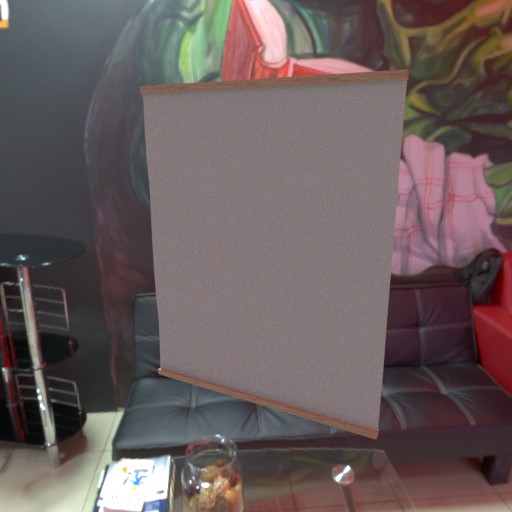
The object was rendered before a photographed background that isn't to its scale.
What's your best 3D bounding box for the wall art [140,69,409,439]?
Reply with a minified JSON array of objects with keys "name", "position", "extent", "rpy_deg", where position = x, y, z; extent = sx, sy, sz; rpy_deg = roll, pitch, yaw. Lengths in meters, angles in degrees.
[{"name":"wall art","position":[0.000,0.000,0.682],"extent":[0.406,0.508,0.013],"rpy_deg":[8,17,26]}]
